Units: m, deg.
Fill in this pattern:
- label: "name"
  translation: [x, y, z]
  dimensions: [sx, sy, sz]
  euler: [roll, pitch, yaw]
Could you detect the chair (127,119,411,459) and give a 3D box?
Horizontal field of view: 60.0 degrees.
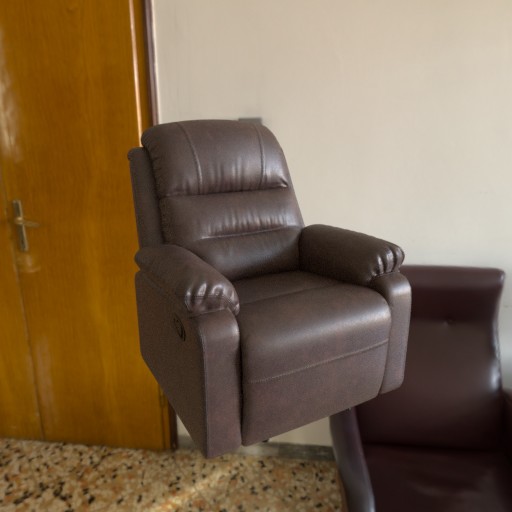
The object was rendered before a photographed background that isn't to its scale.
- label: "chair"
  translation: [0.000, 0.000, 1.675]
  dimensions: [0.855, 0.992, 0.919]
  euler: [-9, 19, -28]
